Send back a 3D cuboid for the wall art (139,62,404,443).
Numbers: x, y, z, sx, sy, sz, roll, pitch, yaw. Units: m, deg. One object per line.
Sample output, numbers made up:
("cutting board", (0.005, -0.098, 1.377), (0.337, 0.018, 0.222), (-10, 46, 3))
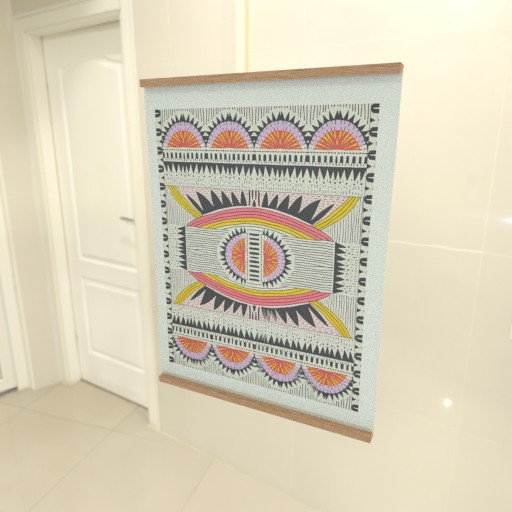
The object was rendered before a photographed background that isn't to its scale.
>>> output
("wall art", (0.000, 0.000, 0.793), (0.456, 0.609, 0.028), (7, 17, 25))
